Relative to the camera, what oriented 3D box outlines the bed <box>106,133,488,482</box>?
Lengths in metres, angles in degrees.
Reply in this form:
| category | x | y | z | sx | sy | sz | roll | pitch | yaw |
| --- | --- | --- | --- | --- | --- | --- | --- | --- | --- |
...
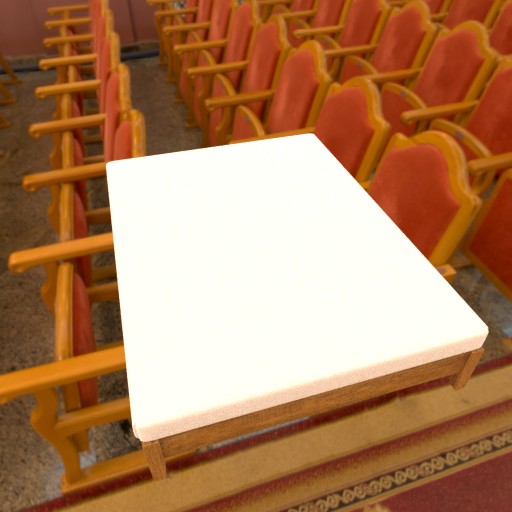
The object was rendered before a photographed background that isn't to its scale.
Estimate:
| category | x | y | z | sx | sy | sz | roll | pitch | yaw |
| --- | --- | --- | --- | --- | --- | --- | --- | --- | --- |
| bed | 0.000 | 0.000 | 2.594 | 1.536 | 0.431 | 2.016 | -11 | 42 | -13 |
